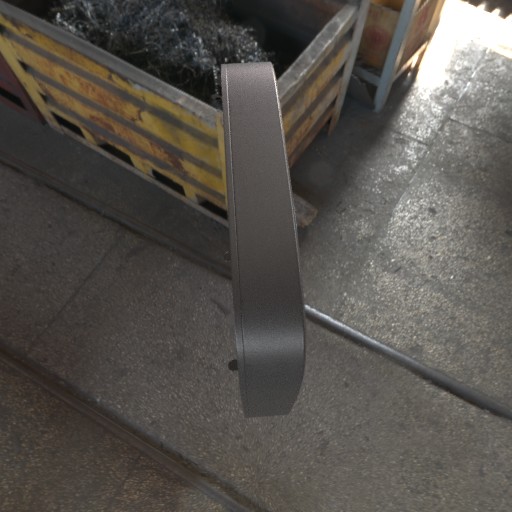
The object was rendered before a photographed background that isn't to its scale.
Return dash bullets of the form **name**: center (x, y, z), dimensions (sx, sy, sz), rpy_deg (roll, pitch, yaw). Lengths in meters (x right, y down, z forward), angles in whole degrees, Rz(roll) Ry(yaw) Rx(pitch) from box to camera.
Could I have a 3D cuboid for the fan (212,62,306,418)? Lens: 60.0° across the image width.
- **fan**: center (0.000, 0.000, 0.802), dimensions (0.142, 0.533, 0.526), rpy_deg (-4, 63, -2)
